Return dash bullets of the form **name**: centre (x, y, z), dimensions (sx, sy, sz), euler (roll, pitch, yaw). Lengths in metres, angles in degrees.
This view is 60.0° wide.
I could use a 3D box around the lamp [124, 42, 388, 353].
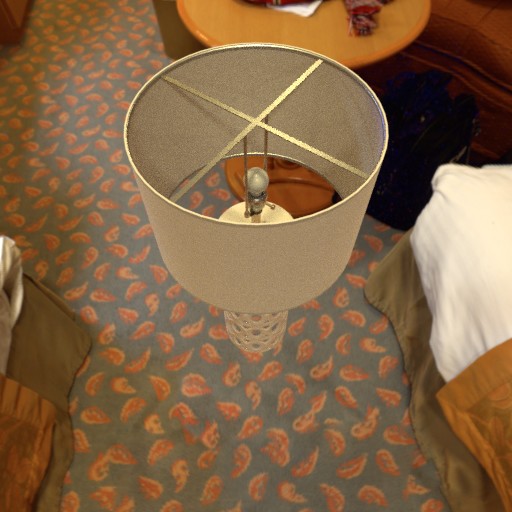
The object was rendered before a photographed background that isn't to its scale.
- **lamp**: centre (0.000, 0.000, 0.820), dimensions (0.324, 0.636, 0.325), euler (31, 63, 18)
